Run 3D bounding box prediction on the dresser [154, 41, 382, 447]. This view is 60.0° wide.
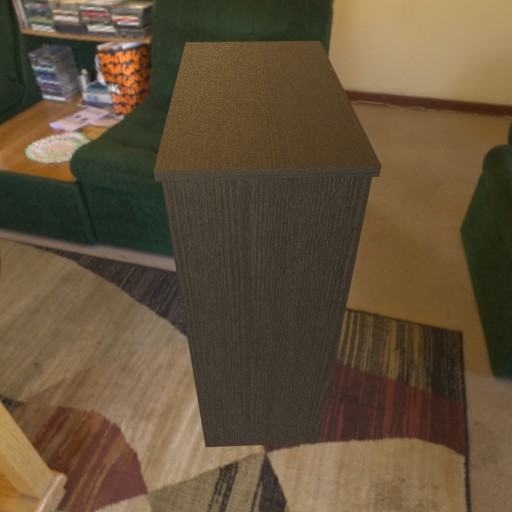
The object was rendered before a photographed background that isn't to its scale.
[{"bbox_3d":[0.000,0.000,1.347,0.399,1.020,0.704,-2,42,-2],"label":"dresser"}]
